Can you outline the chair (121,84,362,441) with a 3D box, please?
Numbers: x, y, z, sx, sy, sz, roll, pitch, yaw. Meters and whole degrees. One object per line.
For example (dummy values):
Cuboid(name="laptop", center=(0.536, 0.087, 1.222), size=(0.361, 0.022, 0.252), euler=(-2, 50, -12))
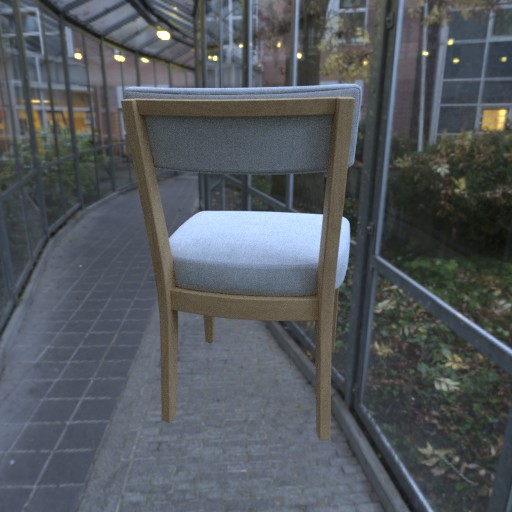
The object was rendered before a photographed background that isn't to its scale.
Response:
Cuboid(name="chair", center=(0.000, 0.000, 1.200), size=(0.508, 0.832, 0.572), euler=(3, 17, 9))
